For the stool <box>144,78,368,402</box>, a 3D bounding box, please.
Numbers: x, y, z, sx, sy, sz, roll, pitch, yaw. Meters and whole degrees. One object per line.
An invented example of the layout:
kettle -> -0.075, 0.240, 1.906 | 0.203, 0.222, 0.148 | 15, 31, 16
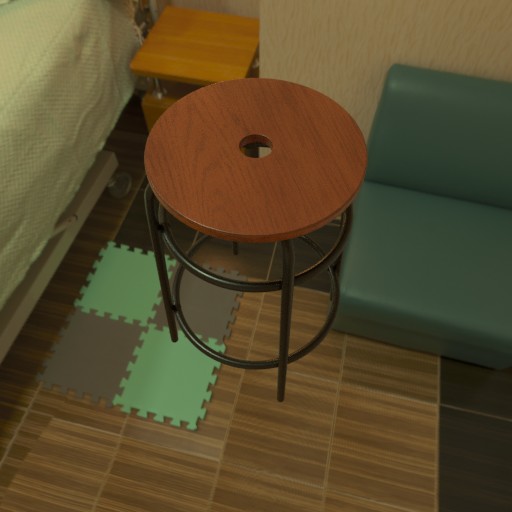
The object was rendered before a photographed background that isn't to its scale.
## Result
stool -> 0.000, 0.000, 0.924 | 0.455, 0.610, 0.455 | -13, 58, -8
